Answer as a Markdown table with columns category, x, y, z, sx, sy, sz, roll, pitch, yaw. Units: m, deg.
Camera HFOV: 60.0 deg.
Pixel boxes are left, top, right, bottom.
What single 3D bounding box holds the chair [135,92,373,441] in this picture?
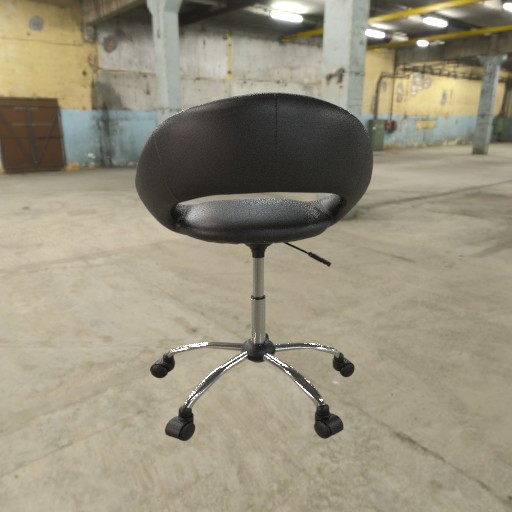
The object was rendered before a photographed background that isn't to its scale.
| category | x | y | z | sx | sy | sz | roll | pitch | yaw |
| --- | --- | --- | --- | --- | --- | --- | --- | --- | --- |
| chair | 0.000 | 0.000 | 1.186 | 0.612 | 0.791 | 0.538 | -3 | 16 | -10 |
